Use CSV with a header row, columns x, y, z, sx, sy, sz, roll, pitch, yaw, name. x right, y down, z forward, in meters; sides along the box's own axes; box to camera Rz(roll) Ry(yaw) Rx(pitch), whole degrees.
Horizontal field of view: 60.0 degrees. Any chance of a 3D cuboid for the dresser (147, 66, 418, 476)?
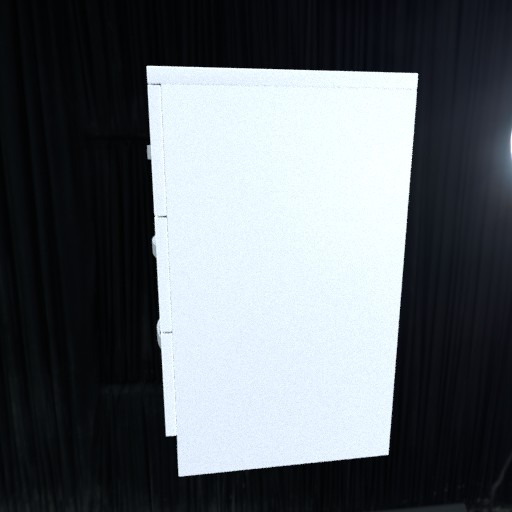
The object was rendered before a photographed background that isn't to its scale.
x,y,z,sx,sy,sz,roll,pitch,yaw,name
0.000,0.000,0.797,0.360,0.560,0.400,-2,13,-8,dresser
